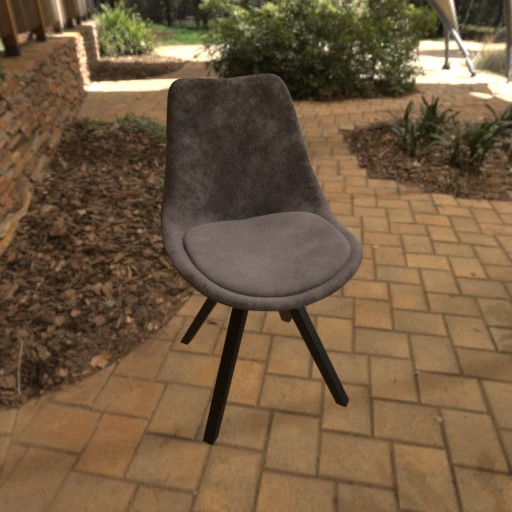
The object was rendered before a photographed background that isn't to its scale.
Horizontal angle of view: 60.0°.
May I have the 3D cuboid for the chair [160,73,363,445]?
[{"bbox_3d":[0.000,0.000,1.210,0.485,0.850,0.550,-10,32,-16],"label":"chair"}]
